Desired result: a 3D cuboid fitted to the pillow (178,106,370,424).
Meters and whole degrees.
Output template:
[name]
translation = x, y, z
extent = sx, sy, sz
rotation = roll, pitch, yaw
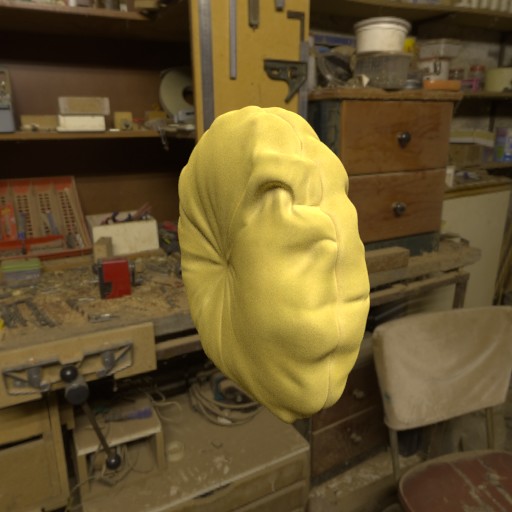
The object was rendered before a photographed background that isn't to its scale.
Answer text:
[pillow]
translation = 0.000, 0.000, 0.636
extent = 0.148, 0.407, 0.428
rotation = -8, 19, -25
